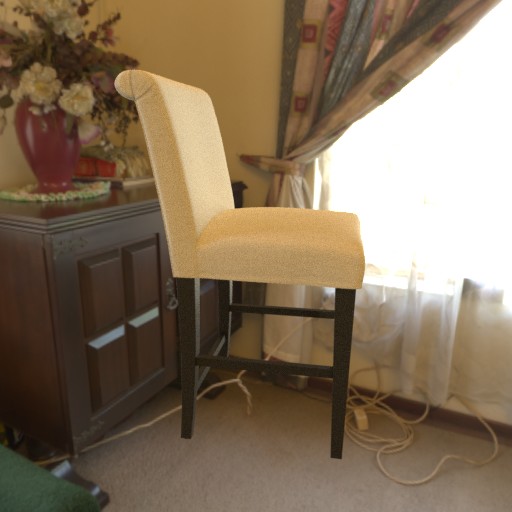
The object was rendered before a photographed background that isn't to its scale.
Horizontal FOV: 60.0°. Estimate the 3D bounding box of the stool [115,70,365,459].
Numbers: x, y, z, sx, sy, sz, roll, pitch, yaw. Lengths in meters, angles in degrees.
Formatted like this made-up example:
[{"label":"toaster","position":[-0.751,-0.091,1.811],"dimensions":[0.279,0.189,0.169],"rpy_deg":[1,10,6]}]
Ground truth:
[{"label":"stool","position":[0.000,0.000,1.300],"dimensions":[0.597,0.976,0.452],"rpy_deg":[3,16,10]}]
